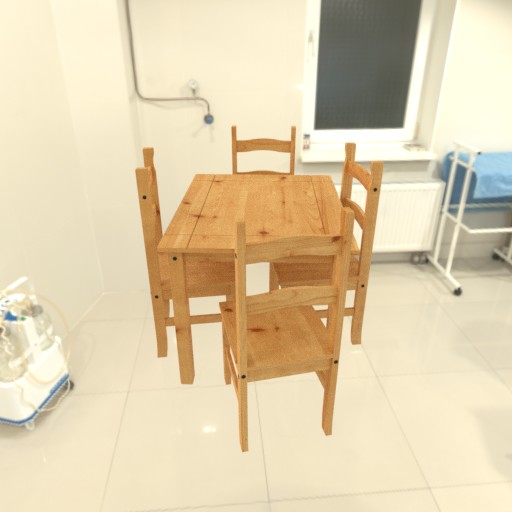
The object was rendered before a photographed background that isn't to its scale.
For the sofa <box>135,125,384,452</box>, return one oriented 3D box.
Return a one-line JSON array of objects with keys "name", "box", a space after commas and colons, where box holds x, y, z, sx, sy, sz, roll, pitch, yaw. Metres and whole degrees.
[{"name": "sofa", "box": [0.000, 0.000, 2.239, 1.144, 1.000, 1.529, 1, 27, 2]}]
